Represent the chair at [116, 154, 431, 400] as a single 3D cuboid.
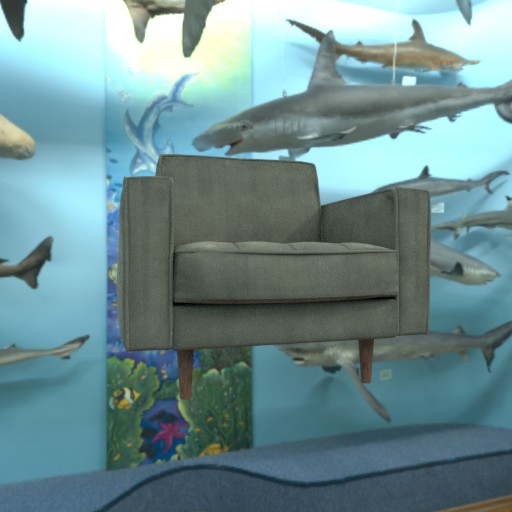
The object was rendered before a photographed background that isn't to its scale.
[{"bbox_3d":[0.000,0.000,1.545,0.928,0.773,0.843,0,0,-16],"label":"chair"}]
